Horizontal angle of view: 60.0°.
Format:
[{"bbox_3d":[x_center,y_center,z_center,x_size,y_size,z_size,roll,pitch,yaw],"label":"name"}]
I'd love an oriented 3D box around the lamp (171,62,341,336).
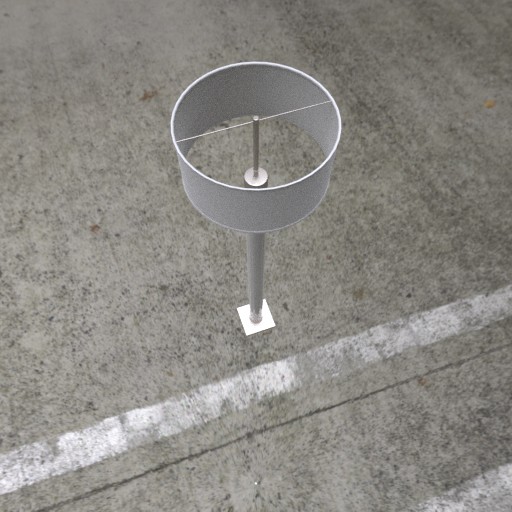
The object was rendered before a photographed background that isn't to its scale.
[{"bbox_3d":[0.000,0.000,1.735,0.420,1.475,0.420,-17,64,-9],"label":"lamp"}]
